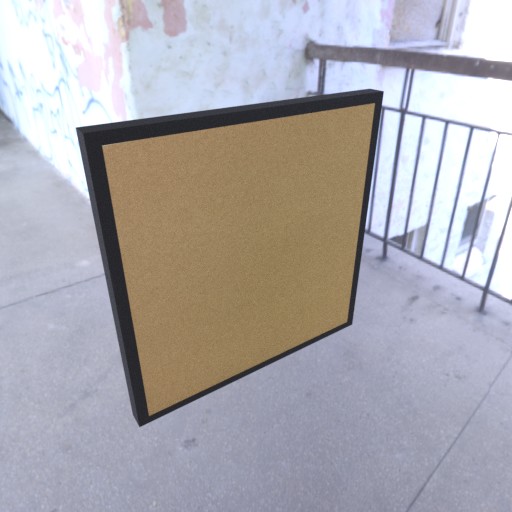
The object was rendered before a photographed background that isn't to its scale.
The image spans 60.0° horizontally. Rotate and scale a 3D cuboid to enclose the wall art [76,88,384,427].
[{"bbox_3d":[0.000,0.000,0.778,0.508,0.507,0.033,-18,34,-29],"label":"wall art"}]
